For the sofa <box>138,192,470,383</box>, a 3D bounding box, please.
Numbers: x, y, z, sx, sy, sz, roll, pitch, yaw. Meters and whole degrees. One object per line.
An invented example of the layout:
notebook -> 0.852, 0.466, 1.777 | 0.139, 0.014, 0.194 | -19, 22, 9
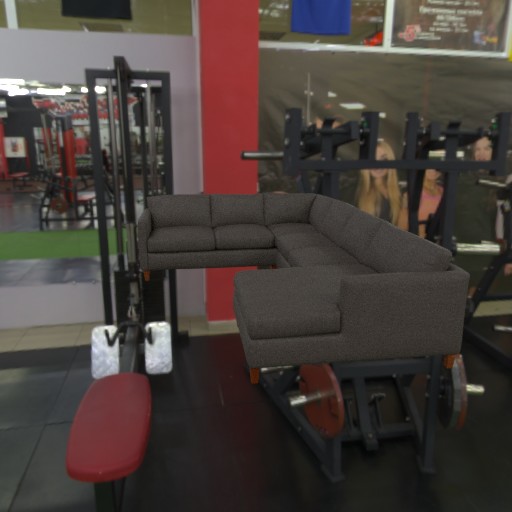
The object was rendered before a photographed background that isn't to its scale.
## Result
sofa -> 0.000, 0.000, 4.616 | 2.594, 0.961, 3.460 | -2, 15, -8
